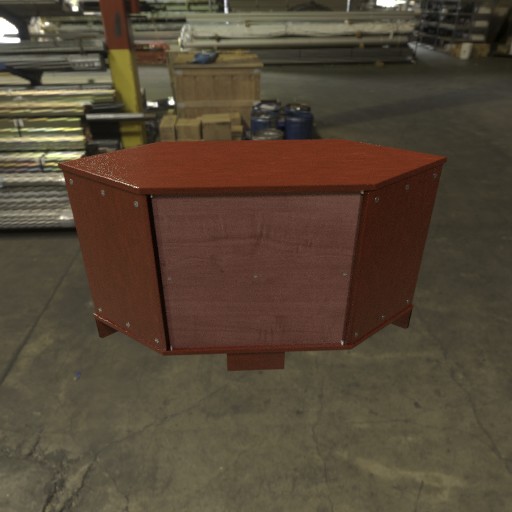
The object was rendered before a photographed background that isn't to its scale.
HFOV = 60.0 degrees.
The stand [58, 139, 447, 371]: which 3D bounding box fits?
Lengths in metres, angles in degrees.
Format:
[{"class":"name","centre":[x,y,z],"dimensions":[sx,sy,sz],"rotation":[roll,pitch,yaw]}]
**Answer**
[{"class":"stand","centre":[0.000,0.000,1.372],"dimensions":[1.072,0.614,0.381],"rotation":[-1,31,-2]}]
